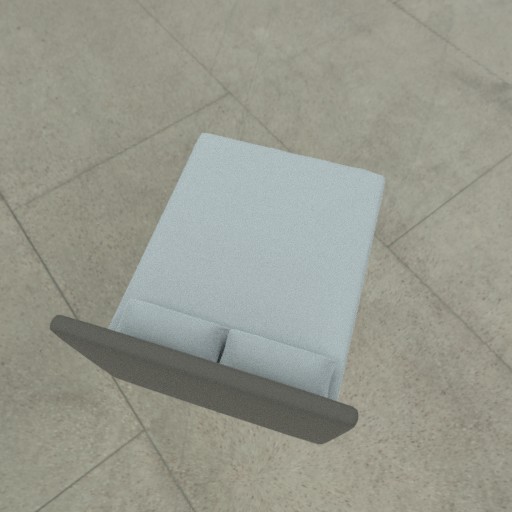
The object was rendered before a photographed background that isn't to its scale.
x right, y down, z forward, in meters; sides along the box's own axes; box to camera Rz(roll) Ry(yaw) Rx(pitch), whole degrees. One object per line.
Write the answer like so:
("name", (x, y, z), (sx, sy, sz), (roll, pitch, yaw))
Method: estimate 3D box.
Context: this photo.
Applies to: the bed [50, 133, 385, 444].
("bed", (0.000, 0.000, 3.274), (1.748, 1.330, 2.142), (15, 64, 8))
